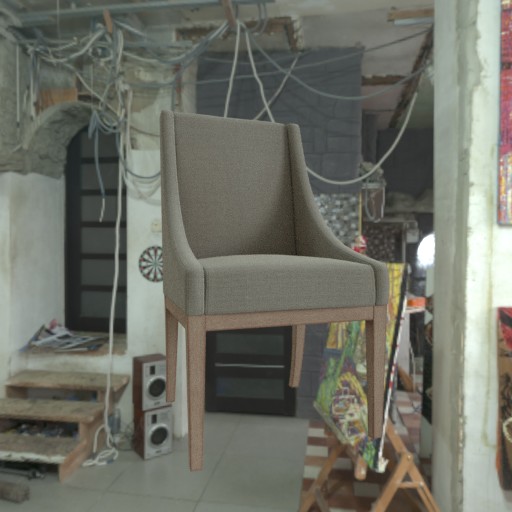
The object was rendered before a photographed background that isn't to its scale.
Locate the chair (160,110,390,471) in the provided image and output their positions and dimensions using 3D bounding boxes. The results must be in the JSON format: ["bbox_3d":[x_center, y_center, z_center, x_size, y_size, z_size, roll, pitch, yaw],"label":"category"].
[{"bbox_3d":[0.000,0.000,1.418,0.575,1.021,0.611,0,1,-20],"label":"chair"}]
